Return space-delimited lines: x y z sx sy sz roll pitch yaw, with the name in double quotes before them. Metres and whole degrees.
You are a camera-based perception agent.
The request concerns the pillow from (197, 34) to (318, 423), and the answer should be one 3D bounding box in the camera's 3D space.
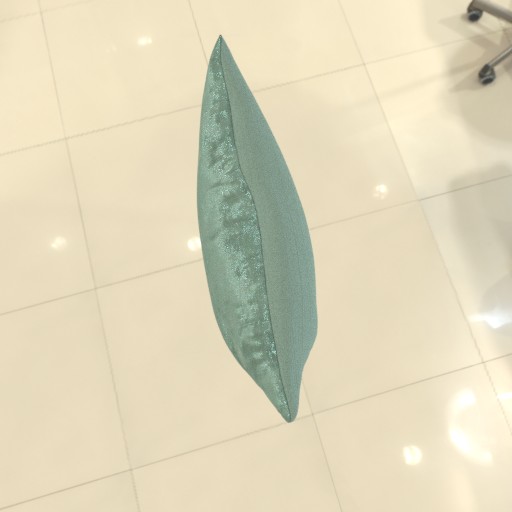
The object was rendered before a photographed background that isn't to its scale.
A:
"pillow" 0.000 0.000 0.723 0.175 0.464 0.470 -9 76 -2
